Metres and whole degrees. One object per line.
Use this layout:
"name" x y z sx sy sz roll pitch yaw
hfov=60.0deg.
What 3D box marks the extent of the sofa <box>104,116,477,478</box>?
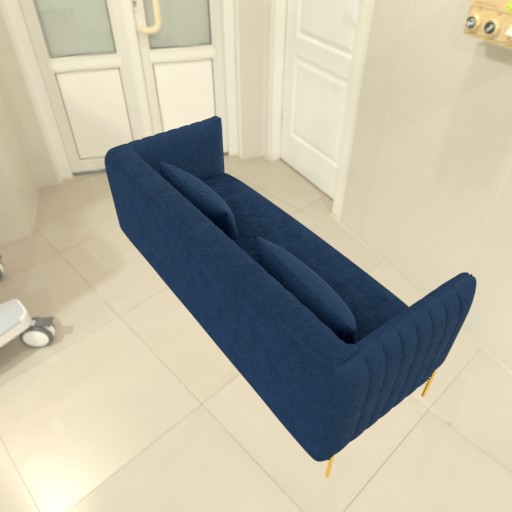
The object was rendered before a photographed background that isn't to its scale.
"sofa" 0.000 0.000 2.549 0.896 0.793 2.136 -26 47 -27
